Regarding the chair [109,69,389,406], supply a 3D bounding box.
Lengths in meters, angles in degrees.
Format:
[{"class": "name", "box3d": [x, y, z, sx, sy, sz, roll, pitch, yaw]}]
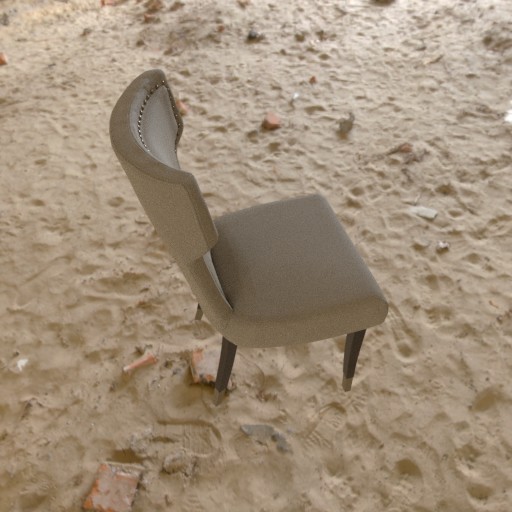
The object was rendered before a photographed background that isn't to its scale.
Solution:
[{"class": "chair", "box3d": [0.000, 0.000, 1.298, 0.630, 0.955, 0.526, -11, 47, -11]}]
